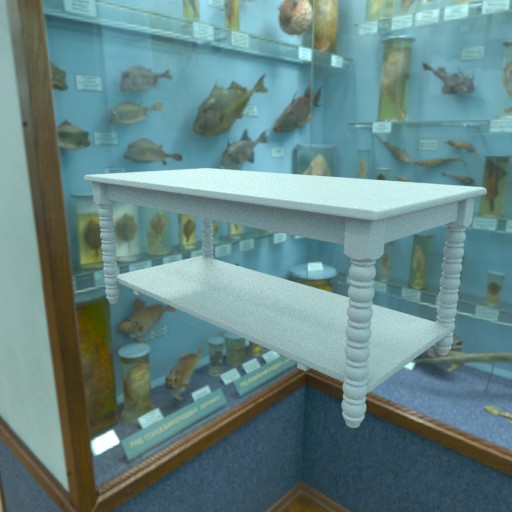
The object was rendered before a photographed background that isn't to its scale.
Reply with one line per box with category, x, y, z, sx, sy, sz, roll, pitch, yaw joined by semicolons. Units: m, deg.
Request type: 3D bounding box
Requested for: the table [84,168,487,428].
table;0.000;0.000;1.439;1.171;0.487;0.580;14;20;43
